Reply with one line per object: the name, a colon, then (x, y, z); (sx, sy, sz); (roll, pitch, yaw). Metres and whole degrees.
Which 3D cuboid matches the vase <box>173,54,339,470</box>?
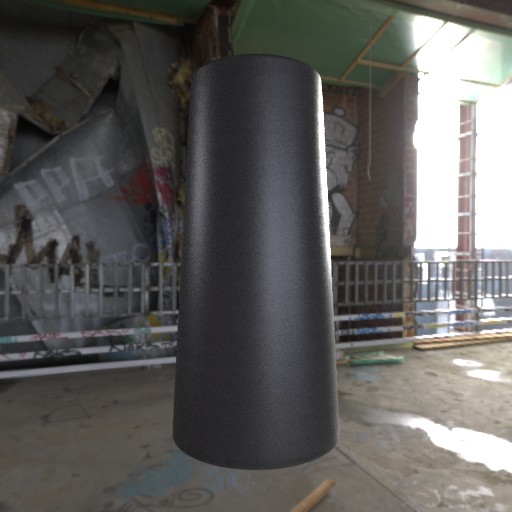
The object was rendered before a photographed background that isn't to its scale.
vase: (0.000, 0.000, 0.367); (0.136, 0.289, 0.136); (0, 1, 0)
